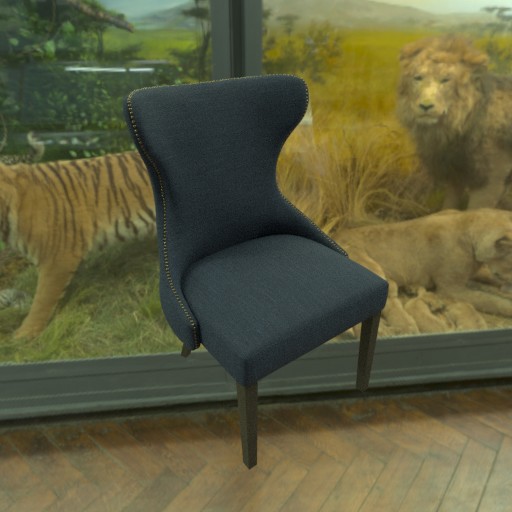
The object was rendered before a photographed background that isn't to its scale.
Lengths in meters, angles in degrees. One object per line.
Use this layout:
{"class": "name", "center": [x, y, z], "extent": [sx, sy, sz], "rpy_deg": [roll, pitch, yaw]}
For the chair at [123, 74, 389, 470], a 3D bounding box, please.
{"class": "chair", "center": [0.000, 0.000, 1.373], "extent": [0.628, 0.967, 0.635], "rpy_deg": [-21, 37, -31]}
